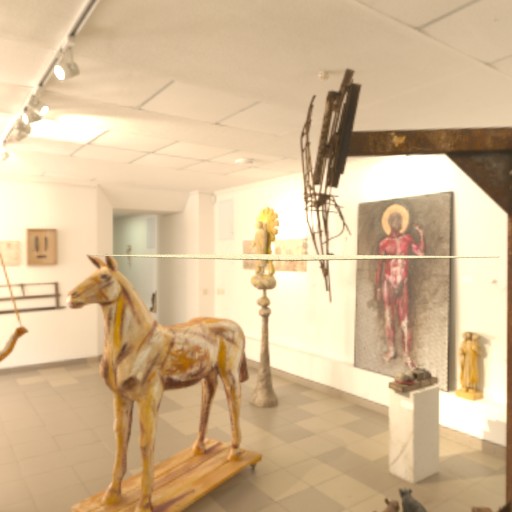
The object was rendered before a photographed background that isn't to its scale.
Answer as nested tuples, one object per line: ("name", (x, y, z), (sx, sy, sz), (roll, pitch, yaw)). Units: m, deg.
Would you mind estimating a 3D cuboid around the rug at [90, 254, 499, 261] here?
("rug", (0.000, 0.000, 2.956), (1.524, 0.005, 2.439), (0, 1, -36))
